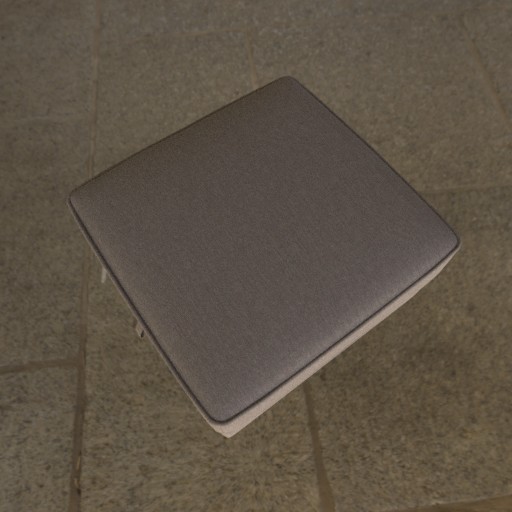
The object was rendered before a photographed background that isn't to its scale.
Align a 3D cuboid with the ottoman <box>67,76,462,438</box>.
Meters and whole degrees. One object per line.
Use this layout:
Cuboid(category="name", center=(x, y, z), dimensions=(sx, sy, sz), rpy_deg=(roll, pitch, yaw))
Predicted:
Cuboid(category="ottoman", center=(0.000, 0.000, 1.429), dimensions=(0.871, 0.612, 0.808), rpy_deg=(-33, 69, -15))
